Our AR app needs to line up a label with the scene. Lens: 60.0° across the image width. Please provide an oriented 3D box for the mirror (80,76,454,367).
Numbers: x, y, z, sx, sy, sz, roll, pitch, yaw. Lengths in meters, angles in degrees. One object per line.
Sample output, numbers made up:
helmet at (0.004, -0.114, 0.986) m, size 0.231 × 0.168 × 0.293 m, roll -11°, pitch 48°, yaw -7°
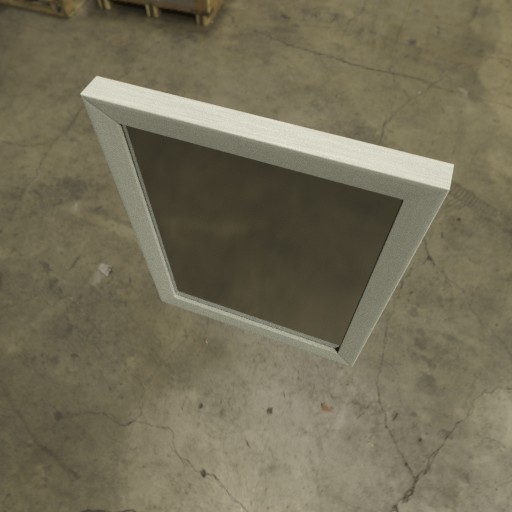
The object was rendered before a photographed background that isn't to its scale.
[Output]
mirror at (0.000, 0.000, 0.680) m, size 0.405 × 0.508 × 0.041 m, roll 17°, pitch 59°, yaw 11°
